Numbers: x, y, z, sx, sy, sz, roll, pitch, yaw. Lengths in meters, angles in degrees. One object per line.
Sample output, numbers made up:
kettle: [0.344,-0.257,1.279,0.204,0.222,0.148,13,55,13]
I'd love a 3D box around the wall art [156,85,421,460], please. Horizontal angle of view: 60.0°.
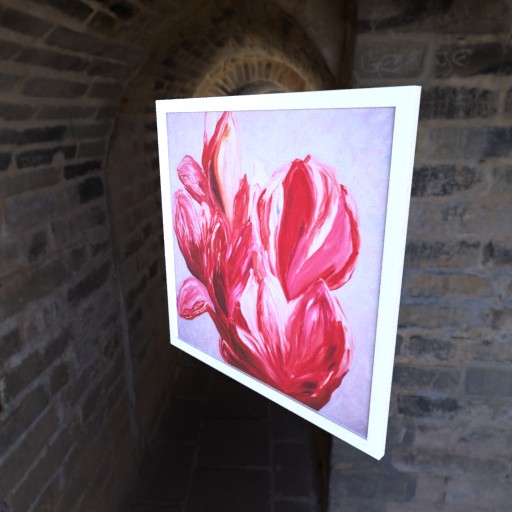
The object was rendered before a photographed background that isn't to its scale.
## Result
wall art: [0.000,0.000,0.967,0.664,0.661,0.020,16,23,42]
